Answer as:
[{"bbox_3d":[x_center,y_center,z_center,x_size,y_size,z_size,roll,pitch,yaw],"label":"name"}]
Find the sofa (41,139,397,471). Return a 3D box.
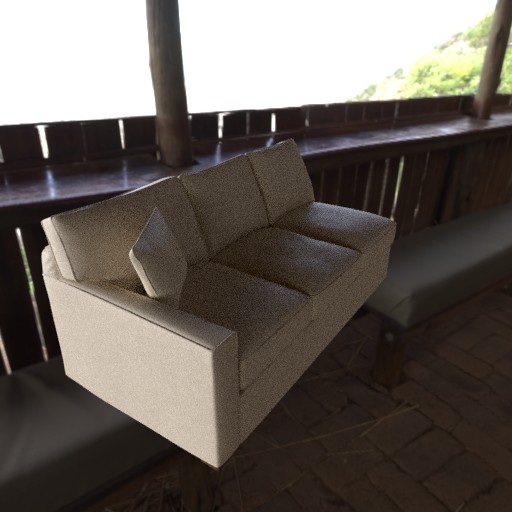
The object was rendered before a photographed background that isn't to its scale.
[{"bbox_3d":[0.000,0.000,2.529,1.034,0.946,1.962,17,30,30],"label":"sofa"}]
